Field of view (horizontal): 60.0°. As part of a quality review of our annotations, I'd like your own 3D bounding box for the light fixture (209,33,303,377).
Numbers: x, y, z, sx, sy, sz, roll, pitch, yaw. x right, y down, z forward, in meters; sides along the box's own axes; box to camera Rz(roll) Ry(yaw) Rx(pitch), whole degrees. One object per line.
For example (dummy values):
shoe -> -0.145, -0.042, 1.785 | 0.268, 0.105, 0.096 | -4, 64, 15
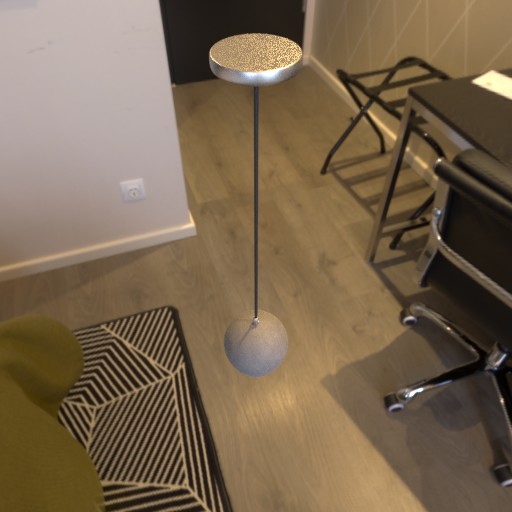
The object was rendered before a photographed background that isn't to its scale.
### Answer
light fixture -> 0.000, 0.000, 0.839 | 0.153, 0.760, 0.153 | 32, 54, 26
